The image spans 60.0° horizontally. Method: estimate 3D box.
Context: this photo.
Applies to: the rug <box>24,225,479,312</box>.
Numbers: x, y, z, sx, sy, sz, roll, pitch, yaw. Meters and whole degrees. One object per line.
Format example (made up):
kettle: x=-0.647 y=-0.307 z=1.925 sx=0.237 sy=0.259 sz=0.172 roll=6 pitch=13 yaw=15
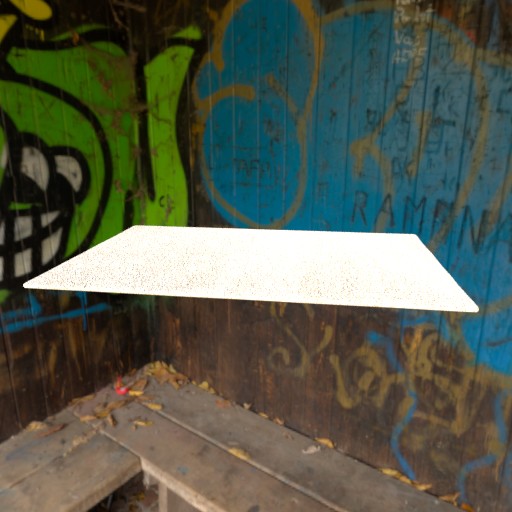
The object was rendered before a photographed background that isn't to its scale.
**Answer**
rug: x=0.000 y=0.000 z=3.465 sx=2.743 sy=0.030 sz=1.778 roll=2 pitch=16 yaw=8
